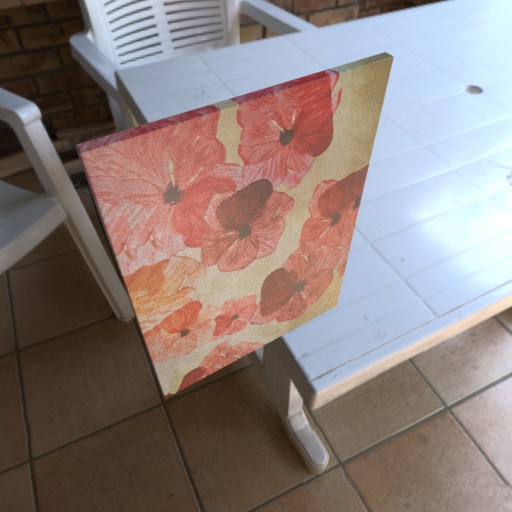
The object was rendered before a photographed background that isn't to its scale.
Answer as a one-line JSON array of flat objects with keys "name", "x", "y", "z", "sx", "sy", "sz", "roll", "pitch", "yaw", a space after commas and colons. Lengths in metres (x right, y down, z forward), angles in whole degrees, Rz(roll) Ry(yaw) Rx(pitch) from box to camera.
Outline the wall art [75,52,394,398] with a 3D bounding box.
[{"name": "wall art", "x": 0.000, "y": 0.000, "z": 1.313, "sx": 0.762, "sy": 1.015, "sz": 0.031, "roll": -24, "pitch": 52, "yaw": -21}]
